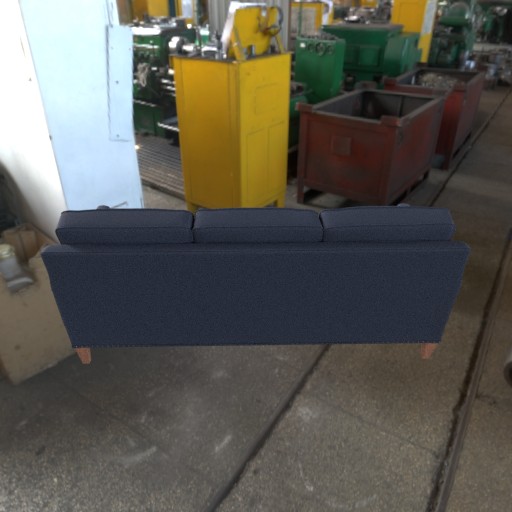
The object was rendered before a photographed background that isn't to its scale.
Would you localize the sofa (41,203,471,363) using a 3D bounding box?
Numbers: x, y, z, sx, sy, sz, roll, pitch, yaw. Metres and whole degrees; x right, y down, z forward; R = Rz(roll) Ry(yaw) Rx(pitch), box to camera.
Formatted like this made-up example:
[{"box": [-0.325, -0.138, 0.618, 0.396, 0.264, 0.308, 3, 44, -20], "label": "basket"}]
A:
[{"box": [0.000, 0.000, 2.843, 2.246, 1.003, 1.084, -1, 32, -1], "label": "sofa"}]
